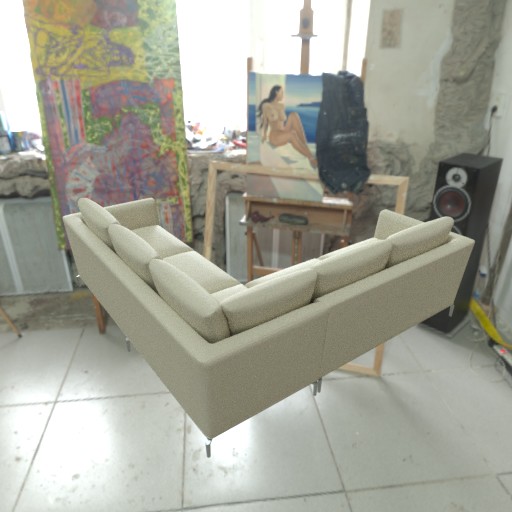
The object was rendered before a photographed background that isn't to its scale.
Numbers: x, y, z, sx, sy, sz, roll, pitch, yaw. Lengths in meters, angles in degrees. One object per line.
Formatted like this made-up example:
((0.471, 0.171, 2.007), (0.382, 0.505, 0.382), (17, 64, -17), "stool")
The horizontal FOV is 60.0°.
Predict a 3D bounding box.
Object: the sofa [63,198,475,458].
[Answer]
((0.000, 0.000, 3.733), (2.430, 0.867, 2.448), (-18, 31, -32), "sofa")
